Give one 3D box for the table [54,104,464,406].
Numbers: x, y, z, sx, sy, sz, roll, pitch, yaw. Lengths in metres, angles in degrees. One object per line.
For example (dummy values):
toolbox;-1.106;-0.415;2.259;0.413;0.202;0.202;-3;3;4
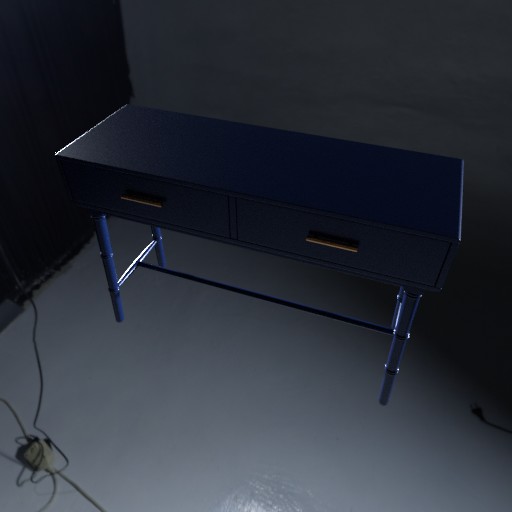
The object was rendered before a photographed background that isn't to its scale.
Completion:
table;0.000;0.000;1.515;1.118;0.749;0.399;14;43;15
